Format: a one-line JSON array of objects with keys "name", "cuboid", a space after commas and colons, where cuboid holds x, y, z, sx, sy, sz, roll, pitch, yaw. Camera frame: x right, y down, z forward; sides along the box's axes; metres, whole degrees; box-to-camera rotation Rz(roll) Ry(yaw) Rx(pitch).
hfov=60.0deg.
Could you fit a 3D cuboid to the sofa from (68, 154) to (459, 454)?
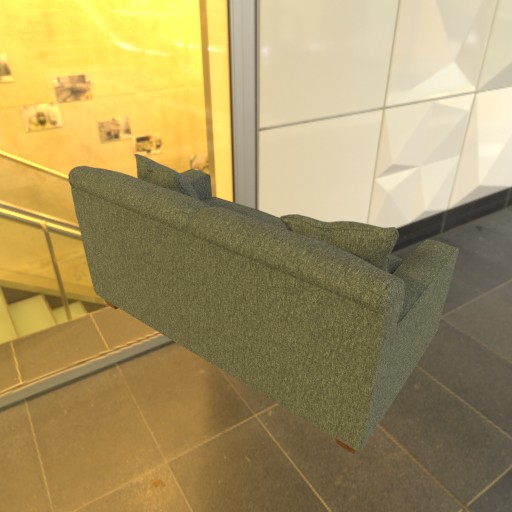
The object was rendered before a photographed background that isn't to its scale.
[{"name": "sofa", "cuboid": [0.000, 0.000, 2.435, 1.846, 0.958, 0.998, 22, 37, 32]}]
